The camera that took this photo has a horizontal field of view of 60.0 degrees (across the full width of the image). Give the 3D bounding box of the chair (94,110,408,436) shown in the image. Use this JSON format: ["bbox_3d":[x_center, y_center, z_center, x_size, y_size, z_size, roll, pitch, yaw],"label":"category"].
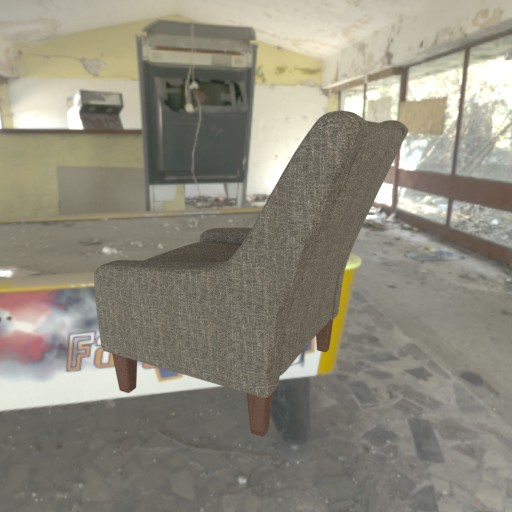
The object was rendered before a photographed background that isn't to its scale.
[{"bbox_3d":[0.000,0.000,1.712,0.944,1.012,0.793,7,17,26],"label":"chair"}]
